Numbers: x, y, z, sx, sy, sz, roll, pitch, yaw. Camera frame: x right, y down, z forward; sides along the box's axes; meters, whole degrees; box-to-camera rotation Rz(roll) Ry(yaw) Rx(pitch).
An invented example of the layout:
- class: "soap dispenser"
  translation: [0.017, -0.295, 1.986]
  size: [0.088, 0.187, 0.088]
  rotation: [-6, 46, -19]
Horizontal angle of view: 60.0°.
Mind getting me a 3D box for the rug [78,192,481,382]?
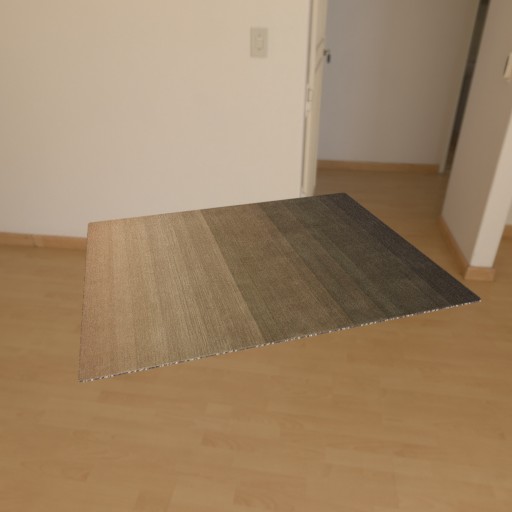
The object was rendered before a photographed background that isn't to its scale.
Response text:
- class: "rug"
  translation: [0.000, 0.000, 3.948]
  size: [2.902, 0.017, 2.306]
  rotation: [-9, 31, -15]
